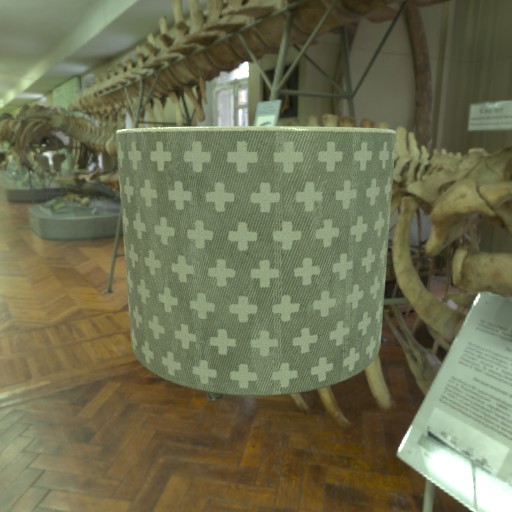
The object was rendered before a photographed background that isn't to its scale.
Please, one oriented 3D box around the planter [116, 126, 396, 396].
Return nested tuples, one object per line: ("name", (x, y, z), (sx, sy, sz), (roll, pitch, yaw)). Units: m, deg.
("planter", (0.000, 0.000, 0.336), (0.190, 0.181, 0.190), (0, 14, 0))
